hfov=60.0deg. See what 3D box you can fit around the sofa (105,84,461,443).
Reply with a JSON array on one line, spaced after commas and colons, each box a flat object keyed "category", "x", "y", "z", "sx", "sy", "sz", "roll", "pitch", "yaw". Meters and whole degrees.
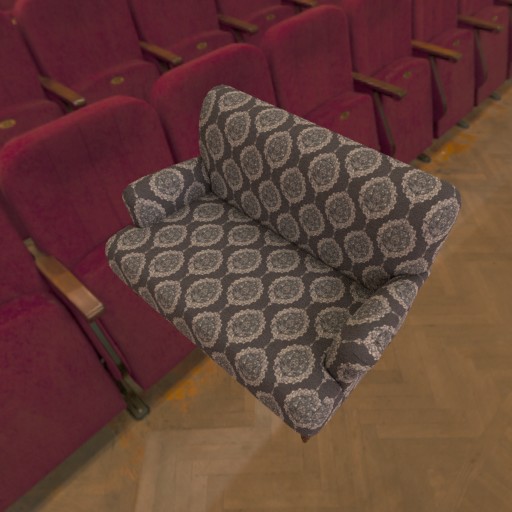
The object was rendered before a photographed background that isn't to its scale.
[{"category": "sofa", "x": 0.000, "y": 0.000, "z": 1.832, "sx": 1.297, "sy": 0.867, "sz": 0.779, "roll": 34, "pitch": 55, "yaw": 28}]
